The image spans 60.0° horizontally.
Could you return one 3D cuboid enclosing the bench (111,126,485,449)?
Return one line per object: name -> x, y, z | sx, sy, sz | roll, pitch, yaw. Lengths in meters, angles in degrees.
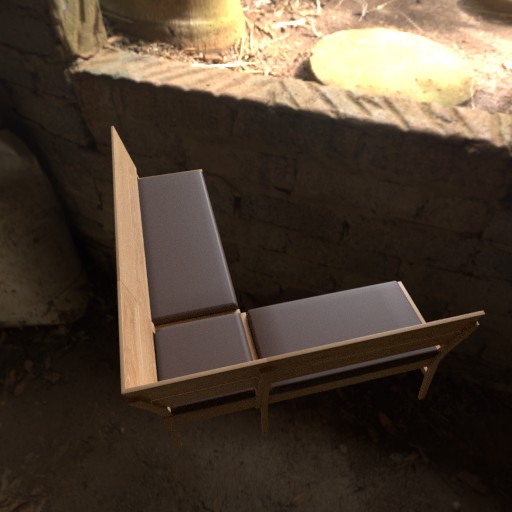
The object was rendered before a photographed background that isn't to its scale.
bench -> 0.000, 0.000, 2.754 | 1.549, 0.890, 1.975 | -11, 48, -10
